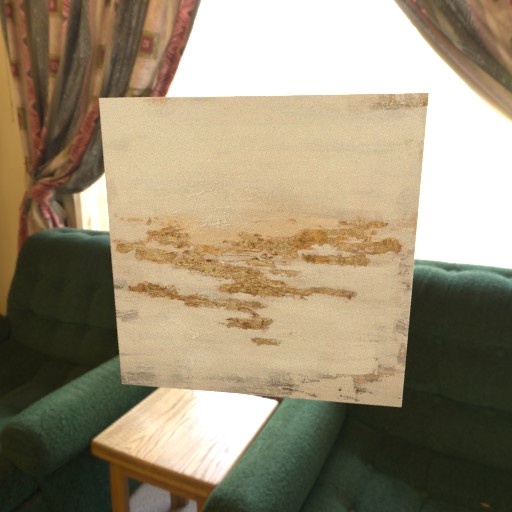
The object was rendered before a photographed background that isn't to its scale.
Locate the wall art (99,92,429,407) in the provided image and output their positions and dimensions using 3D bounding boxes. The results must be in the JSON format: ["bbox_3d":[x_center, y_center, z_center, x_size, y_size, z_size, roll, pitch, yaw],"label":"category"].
[{"bbox_3d":[0.000,0.000,1.108,0.753,0.755,0.038,2,14,8],"label":"wall art"}]
